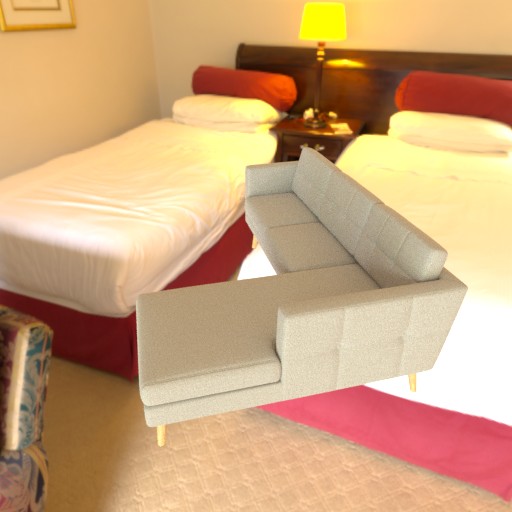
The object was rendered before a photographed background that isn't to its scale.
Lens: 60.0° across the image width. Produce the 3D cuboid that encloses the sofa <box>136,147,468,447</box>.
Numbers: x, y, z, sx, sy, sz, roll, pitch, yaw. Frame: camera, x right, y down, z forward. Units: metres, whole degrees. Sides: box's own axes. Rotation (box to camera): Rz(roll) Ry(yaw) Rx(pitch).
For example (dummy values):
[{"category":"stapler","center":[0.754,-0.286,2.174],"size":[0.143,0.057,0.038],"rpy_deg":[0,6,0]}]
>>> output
[{"category":"sofa","center":[0.000,0.000,2.862],"size":[1.530,0.860,2.040],"rpy_deg":[-7,30,-13]}]
